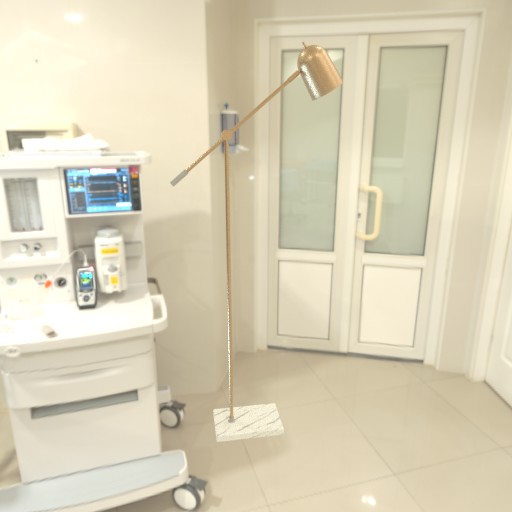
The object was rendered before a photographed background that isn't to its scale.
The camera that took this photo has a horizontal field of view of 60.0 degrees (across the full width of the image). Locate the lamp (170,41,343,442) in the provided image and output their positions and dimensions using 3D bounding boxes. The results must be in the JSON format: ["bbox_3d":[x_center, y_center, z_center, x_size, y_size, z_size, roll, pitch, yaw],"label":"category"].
[{"bbox_3d":[0.000,0.000,1.796,0.653,1.594,0.194,-3,17,-9],"label":"lamp"}]
